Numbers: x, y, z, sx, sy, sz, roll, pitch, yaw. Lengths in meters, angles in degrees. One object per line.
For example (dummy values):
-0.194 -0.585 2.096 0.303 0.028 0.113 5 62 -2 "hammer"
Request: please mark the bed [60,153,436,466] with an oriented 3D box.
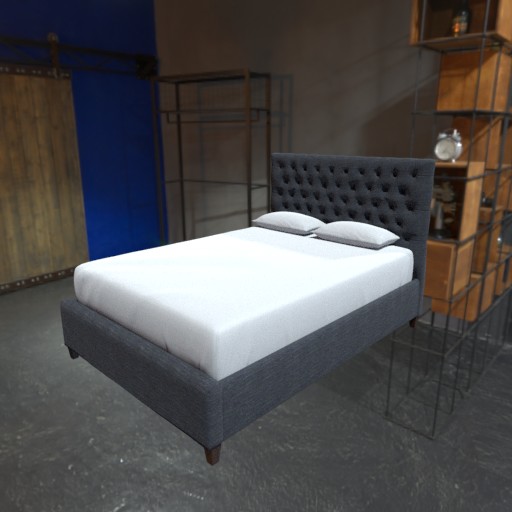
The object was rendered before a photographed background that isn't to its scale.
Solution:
0.000 0.000 3.395 1.698 1.427 2.387 14 21 42 "bed"
